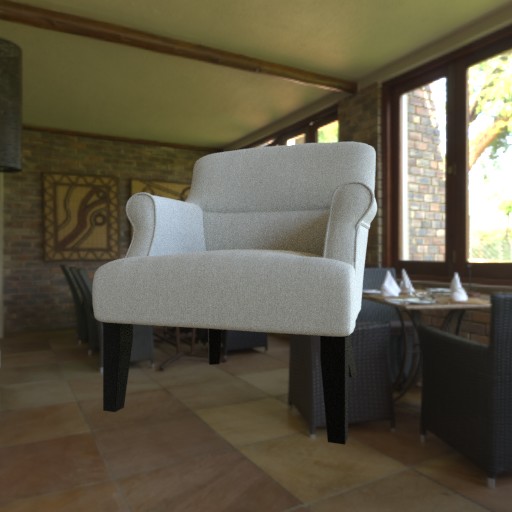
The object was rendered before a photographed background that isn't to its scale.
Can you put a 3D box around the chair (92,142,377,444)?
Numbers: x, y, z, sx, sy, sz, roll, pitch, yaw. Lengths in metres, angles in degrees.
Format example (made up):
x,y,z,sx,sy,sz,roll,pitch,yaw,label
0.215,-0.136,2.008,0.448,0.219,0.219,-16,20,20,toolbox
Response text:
x,y,z,sx,sy,sz,roll,pitch,yaw,label
0.000,0.000,1.462,0.781,0.875,0.750,0,0,19,chair
